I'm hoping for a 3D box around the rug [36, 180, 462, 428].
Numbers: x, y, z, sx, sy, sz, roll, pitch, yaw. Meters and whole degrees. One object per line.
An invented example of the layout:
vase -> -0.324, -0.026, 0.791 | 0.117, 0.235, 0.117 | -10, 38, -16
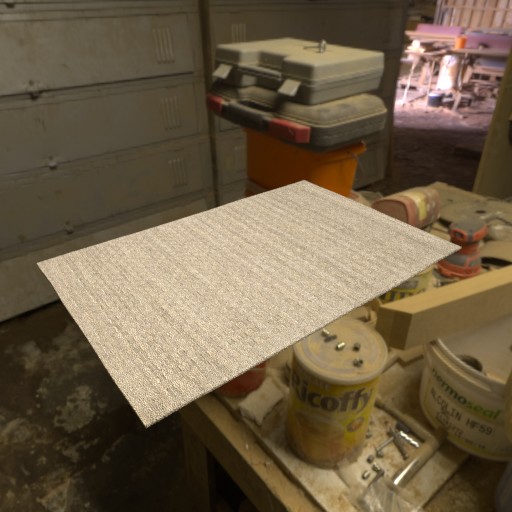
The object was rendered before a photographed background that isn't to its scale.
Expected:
rug -> 0.000, 0.000, 2.860 | 2.297, 0.018, 1.532 | -22, 37, -32
